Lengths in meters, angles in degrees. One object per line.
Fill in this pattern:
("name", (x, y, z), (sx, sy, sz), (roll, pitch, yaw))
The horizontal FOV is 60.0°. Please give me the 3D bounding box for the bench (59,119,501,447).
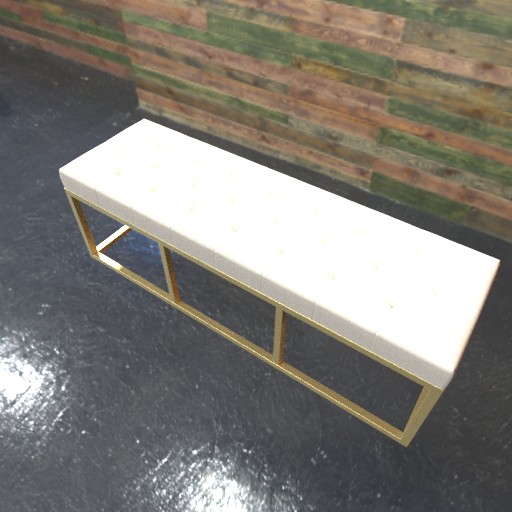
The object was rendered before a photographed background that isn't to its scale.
("bench", (0.000, 0.000, 1.638), (1.473, 0.484, 0.457), (26, 52, 23))
